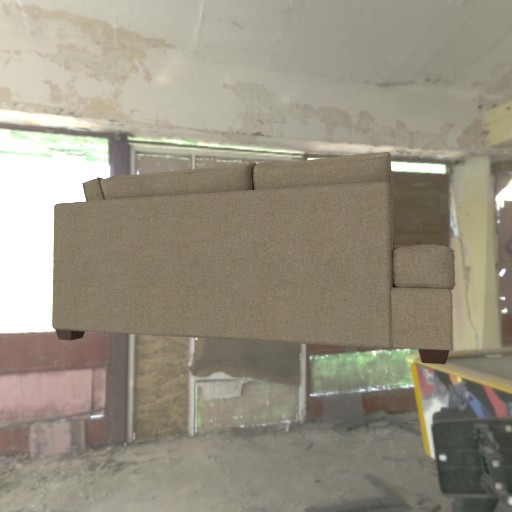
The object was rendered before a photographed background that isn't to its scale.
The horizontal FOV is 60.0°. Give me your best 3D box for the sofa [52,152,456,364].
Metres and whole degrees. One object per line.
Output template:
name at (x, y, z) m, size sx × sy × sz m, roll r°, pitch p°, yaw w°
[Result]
sofa at (0.000, 0.000, 2.808) m, size 2.238 × 1.019 × 1.110 m, roll -1°, pitch -2°, yaw 19°
